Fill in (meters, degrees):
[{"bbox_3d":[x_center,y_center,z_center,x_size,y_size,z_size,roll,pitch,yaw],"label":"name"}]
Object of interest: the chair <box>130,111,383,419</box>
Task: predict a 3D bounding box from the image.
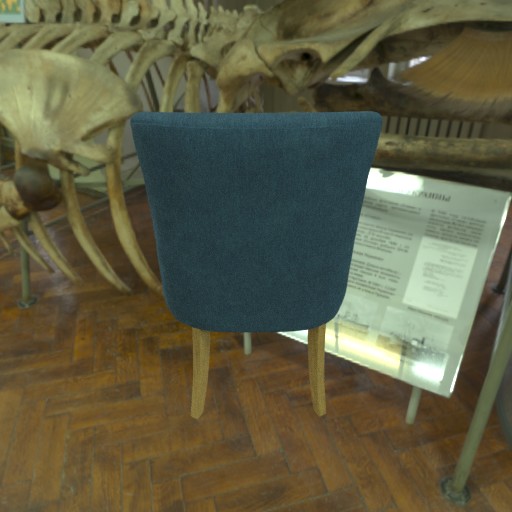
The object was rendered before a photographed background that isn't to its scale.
[{"bbox_3d":[0.000,0.000,1.259,0.495,0.902,0.609,0,30,0],"label":"chair"}]
